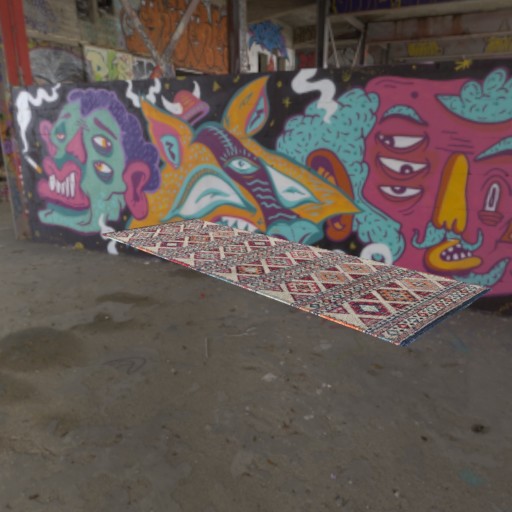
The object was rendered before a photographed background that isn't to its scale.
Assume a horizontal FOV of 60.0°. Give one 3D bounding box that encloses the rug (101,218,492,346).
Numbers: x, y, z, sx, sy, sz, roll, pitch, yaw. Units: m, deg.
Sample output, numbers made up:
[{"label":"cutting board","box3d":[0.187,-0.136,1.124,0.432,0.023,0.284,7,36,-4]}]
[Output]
[{"label":"rug","box3d":[0.000,0.000,2.628,0.832,0.008,2.362,-15,22,-42]}]
